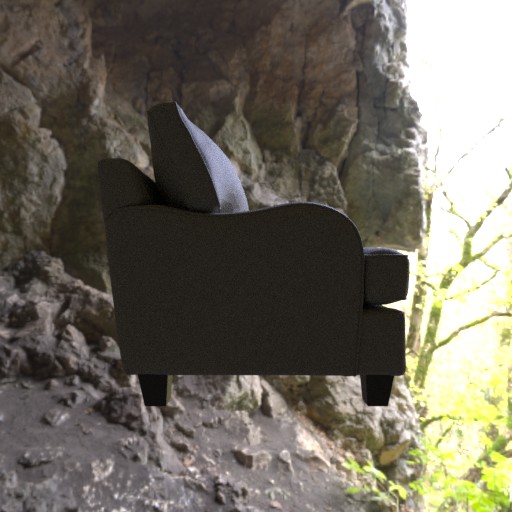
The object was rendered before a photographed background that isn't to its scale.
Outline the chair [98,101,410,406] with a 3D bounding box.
[{"bbox_3d":[0.000,0.000,2.026,1.040,1.016,1.220,0,-1,0],"label":"chair"}]
